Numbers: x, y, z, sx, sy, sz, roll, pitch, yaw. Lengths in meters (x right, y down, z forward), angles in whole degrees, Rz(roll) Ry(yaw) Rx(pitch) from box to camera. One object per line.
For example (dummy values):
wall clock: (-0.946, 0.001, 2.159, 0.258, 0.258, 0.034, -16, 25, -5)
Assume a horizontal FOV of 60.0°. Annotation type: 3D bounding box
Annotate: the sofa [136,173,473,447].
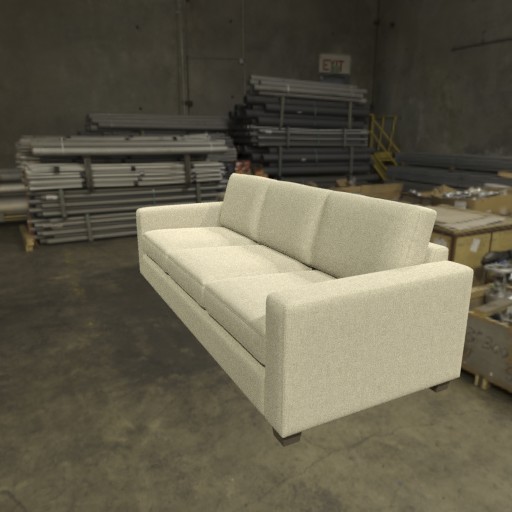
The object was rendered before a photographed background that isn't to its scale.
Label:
sofa: (0.000, 0.000, 2.544, 0.900, 0.800, 2.160, -8, 17, -26)
